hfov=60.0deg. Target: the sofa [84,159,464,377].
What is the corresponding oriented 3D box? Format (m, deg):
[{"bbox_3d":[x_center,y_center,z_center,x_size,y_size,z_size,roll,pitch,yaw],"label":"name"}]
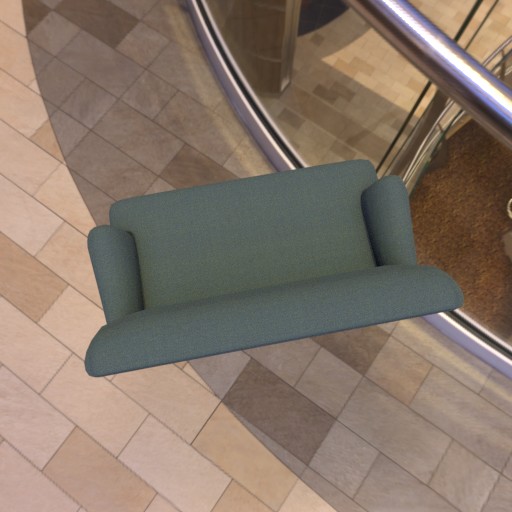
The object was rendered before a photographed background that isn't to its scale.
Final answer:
[{"bbox_3d":[0.000,0.000,1.836,1.297,0.889,0.779,-10,75,-3],"label":"sofa"}]
